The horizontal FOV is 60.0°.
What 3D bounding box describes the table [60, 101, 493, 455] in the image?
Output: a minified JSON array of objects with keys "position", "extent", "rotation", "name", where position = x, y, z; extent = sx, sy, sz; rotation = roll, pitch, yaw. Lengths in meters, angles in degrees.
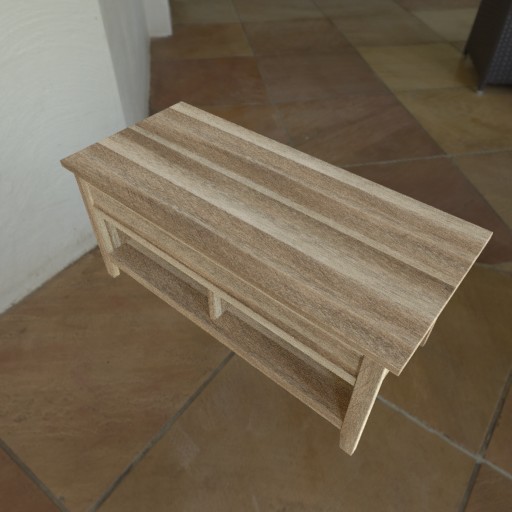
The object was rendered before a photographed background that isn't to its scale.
[{"position":[0.000,0.000,1.363],"extent":[1.095,0.480,0.493],"rotation":[30,52,27],"name":"table"}]
